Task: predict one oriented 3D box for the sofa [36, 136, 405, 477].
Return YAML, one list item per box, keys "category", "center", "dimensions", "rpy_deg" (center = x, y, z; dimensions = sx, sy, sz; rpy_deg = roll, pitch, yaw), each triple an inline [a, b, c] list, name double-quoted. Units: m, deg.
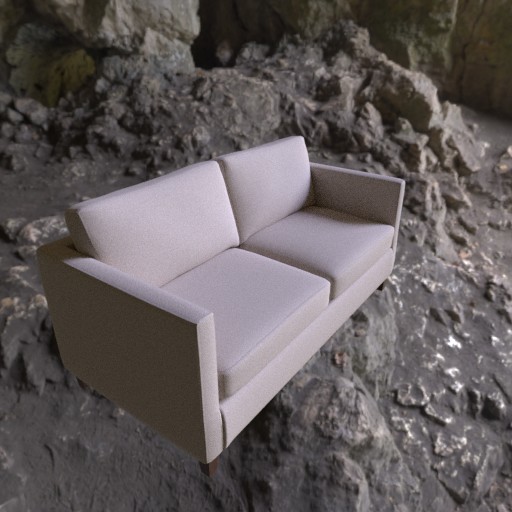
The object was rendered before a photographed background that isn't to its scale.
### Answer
- category: "sofa"
  center: [0.000, 0.000, 2.175]
  dimensions: [0.873, 0.888, 1.722]
  rpy_deg: [18, 32, 32]
